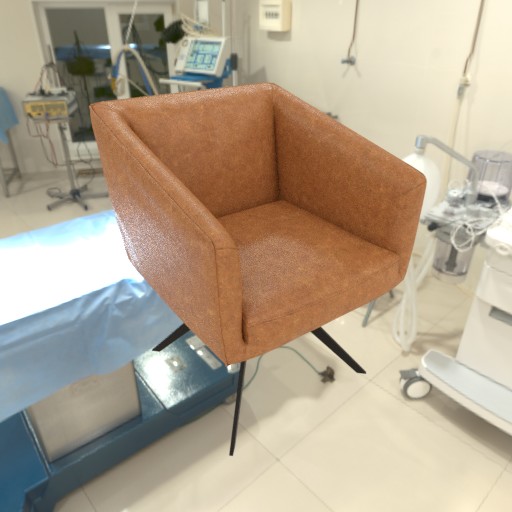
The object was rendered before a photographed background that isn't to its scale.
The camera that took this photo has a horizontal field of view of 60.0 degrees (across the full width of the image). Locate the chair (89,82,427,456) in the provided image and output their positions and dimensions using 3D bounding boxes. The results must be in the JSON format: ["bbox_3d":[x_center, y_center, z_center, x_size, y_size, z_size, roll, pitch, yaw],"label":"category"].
[{"bbox_3d":[0.000,0.000,1.196,0.588,0.760,0.625,-20,35,-30],"label":"chair"}]
